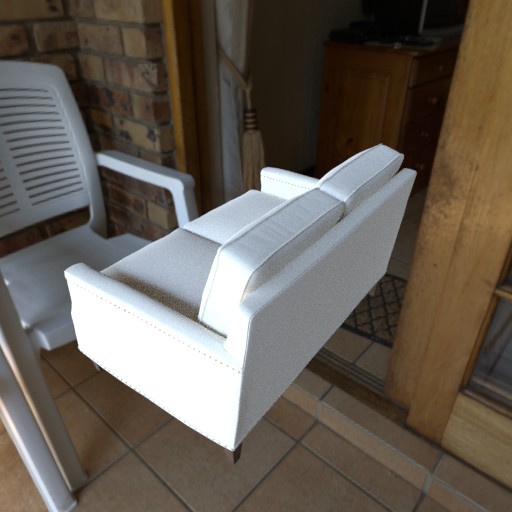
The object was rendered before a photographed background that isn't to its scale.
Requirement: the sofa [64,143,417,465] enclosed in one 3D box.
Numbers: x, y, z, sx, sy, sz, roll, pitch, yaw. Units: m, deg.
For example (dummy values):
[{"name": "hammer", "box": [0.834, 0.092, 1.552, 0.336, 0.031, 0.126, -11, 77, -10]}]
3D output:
[{"name": "sofa", "box": [0.000, 0.000, 2.314, 1.084, 1.003, 1.597, 21, 38, 30]}]
